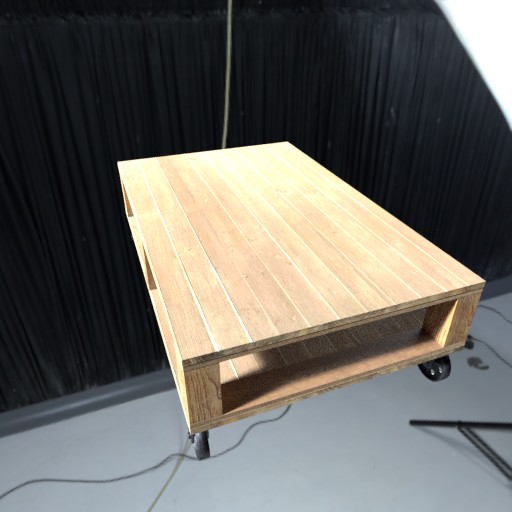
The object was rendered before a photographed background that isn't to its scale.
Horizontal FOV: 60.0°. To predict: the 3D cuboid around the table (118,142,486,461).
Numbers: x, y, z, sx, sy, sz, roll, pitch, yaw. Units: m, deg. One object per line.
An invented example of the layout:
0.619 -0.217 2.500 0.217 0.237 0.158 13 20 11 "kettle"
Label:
0.000 0.000 1.690 0.827 0.413 1.299 -11 34 -17 "table"
